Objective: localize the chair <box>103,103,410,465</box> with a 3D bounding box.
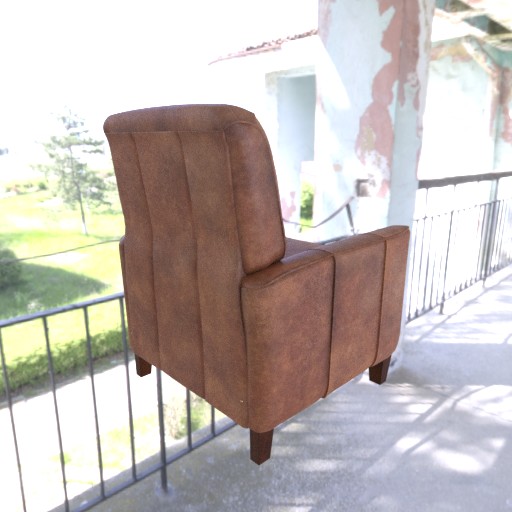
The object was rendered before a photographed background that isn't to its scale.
[{"bbox_3d":[0.000,0.000,1.672,0.836,1.043,0.843,-14,20,-42],"label":"chair"}]
